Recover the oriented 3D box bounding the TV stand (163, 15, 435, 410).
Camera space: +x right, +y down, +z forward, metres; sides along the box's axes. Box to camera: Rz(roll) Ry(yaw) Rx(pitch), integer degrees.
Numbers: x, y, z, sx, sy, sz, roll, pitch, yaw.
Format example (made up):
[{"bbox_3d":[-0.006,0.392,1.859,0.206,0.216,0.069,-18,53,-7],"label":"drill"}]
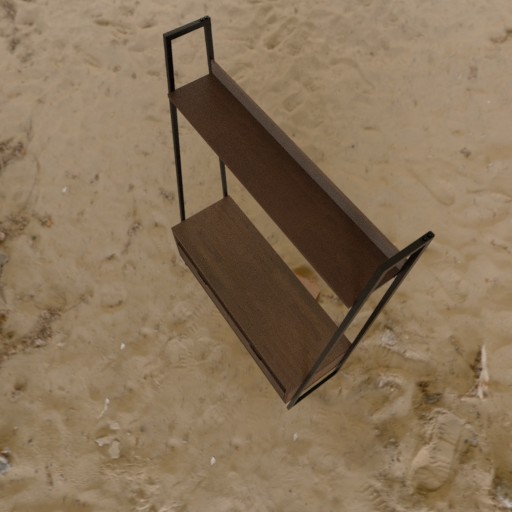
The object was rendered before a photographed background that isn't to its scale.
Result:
[{"bbox_3d":[0.000,0.000,2.265,0.432,1.772,1.250,-32,67,-15],"label":"TV stand"}]
